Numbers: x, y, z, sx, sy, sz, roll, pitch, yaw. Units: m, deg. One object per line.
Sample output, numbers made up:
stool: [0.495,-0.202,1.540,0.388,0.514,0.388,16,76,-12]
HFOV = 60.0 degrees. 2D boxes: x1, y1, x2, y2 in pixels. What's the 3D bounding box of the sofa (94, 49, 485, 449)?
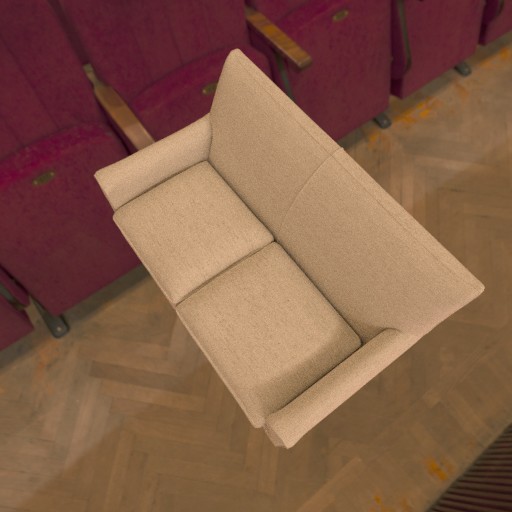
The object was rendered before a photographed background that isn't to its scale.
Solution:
sofa: [0.000,0.000,2.058,0.891,0.892,1.482,-34,69,-15]
